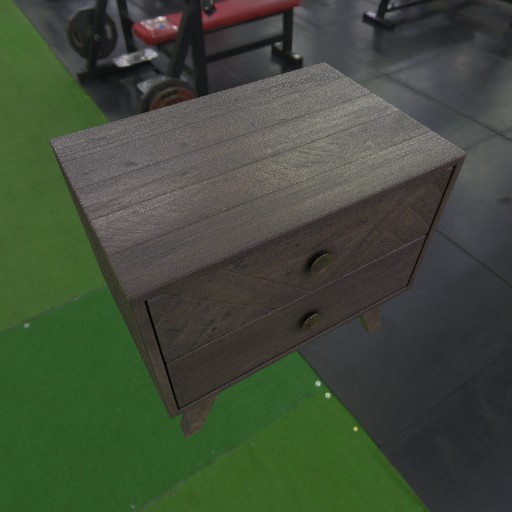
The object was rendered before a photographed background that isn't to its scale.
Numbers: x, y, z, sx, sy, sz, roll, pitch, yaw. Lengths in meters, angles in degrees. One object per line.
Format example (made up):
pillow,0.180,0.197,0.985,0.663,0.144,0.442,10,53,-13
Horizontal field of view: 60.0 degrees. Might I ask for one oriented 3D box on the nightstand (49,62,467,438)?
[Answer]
nightstand,0.000,0.000,1.045,0.650,0.599,0.450,-24,52,-20
